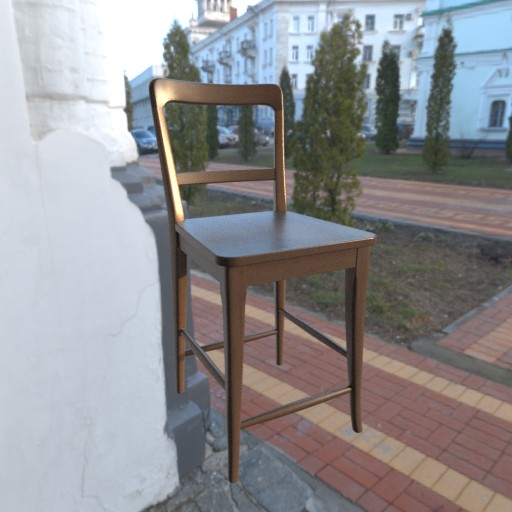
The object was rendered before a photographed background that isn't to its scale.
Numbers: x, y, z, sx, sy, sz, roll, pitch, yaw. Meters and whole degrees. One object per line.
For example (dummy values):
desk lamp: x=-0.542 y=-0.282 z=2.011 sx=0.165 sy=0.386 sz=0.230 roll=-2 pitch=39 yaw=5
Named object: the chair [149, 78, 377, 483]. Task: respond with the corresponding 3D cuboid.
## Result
chair: x=0.000 y=0.000 z=1.290 sx=0.450 sy=0.991 sz=0.546 roll=-8 pitch=18 yaw=-27
